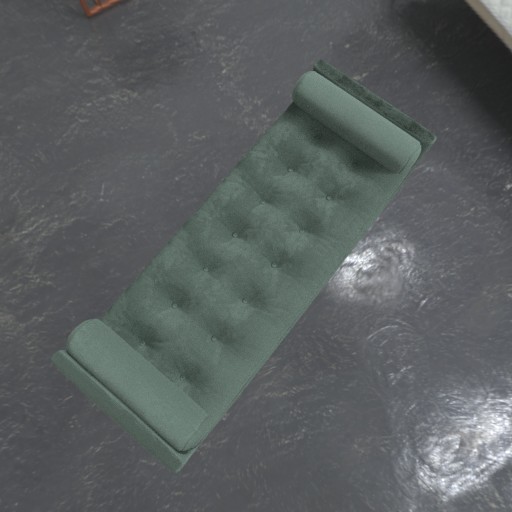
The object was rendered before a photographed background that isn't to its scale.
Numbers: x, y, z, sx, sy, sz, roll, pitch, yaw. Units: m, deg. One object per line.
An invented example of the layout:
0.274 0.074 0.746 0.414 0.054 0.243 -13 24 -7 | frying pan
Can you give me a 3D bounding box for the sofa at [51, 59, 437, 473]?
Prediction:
0.000 0.000 2.455 0.796 0.705 2.102 38 78 9 | sofa
